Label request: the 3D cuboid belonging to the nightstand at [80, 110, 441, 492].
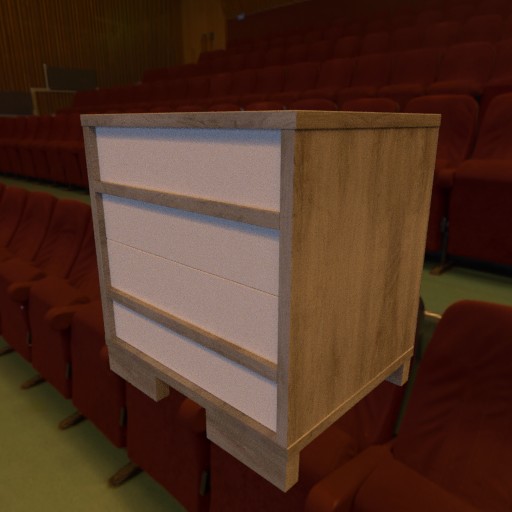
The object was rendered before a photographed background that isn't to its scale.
[{"bbox_3d":[0.000,0.000,0.737,0.427,0.448,0.347,15,23,41],"label":"nightstand"}]
